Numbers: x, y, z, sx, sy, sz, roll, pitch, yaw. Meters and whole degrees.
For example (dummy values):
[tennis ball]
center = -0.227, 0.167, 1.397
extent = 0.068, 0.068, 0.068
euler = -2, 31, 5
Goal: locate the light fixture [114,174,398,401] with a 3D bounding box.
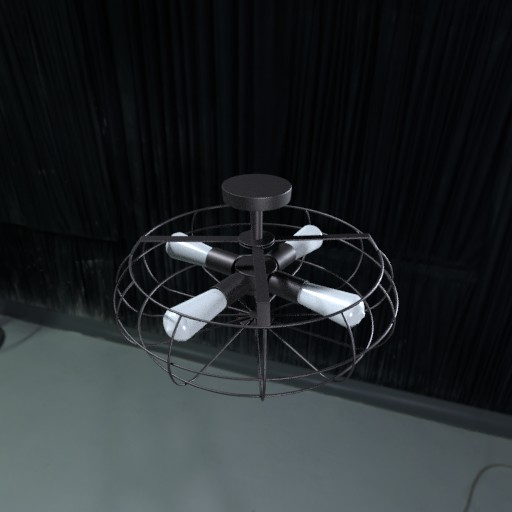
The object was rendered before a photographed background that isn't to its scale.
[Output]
[light fixture]
center = 0.000, 0.000, 0.912
extent = 0.582, 0.311, 0.582
euler = 0, 30, 0
